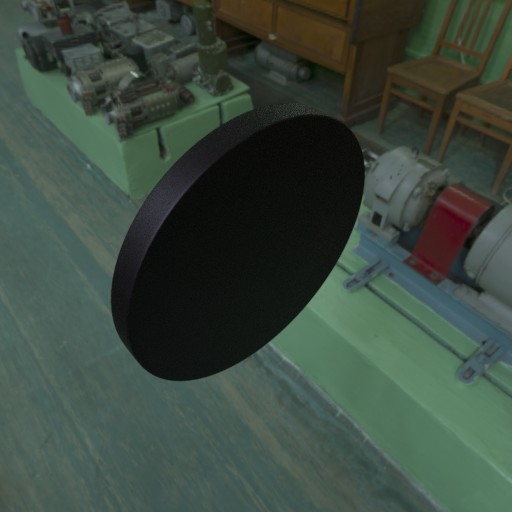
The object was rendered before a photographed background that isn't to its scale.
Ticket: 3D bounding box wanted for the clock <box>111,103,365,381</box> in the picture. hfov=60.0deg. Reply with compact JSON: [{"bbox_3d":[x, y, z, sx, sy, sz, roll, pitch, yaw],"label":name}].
[{"bbox_3d":[0.000,0.000,0.465,0.314,0.314,0.029,-32,54,-27],"label":"clock"}]
